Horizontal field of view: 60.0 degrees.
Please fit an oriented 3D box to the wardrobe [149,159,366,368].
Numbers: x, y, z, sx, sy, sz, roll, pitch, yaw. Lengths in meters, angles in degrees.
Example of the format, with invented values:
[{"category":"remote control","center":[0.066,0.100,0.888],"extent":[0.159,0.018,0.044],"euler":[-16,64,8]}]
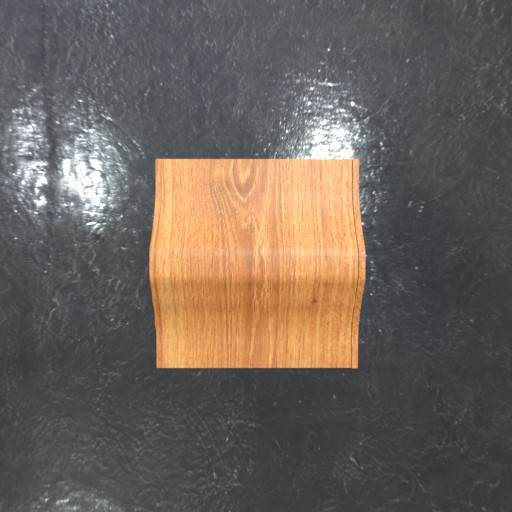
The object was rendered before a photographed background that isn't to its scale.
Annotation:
[{"category":"wardrobe","center":[0.000,0.000,2.099],"extent":[0.570,1.870,0.590],"euler":[0,92,0]}]
